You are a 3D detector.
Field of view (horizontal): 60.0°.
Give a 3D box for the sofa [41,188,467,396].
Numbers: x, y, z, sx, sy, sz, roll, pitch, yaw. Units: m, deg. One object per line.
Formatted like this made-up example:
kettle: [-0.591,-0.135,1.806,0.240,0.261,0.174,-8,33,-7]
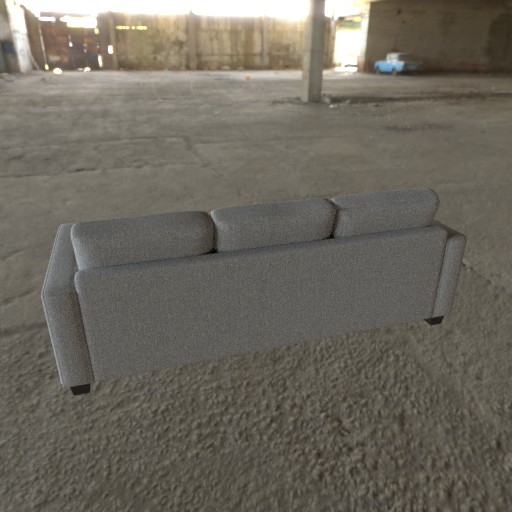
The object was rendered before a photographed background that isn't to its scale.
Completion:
sofa: [0.000,0.000,2.533,2.120,0.800,0.900,-7,26,-16]
